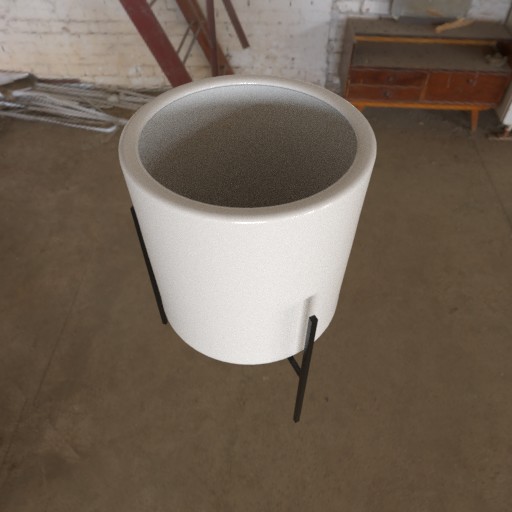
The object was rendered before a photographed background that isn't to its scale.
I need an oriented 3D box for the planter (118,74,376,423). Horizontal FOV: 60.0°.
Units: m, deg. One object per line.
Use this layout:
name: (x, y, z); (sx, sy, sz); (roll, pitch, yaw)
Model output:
planter: (0.000, 0.000, 0.653); (0.307, 0.431, 0.308); (31, 55, 25)
